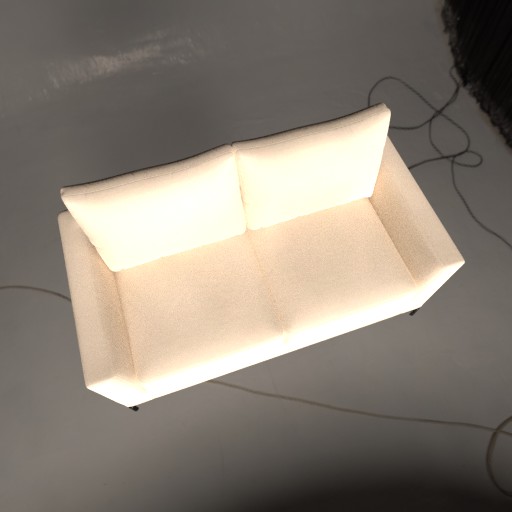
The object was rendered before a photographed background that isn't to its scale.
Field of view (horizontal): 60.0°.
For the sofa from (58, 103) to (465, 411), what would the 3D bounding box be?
[{"bbox_3d":[0.000,0.000,2.256,1.739,0.995,0.906,-17,64,-8],"label":"sofa"}]
